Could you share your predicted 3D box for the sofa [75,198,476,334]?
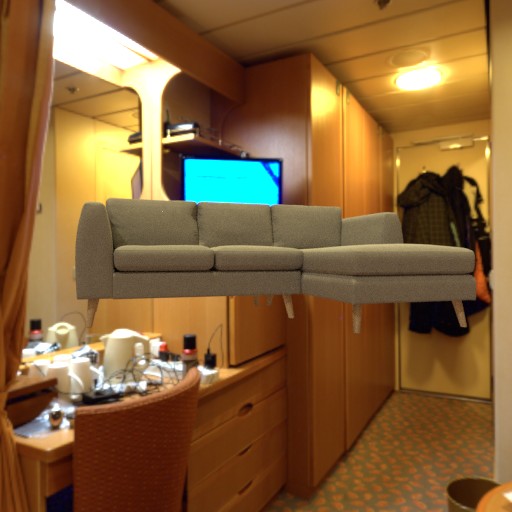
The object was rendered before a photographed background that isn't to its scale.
[{"bbox_3d":[0.000,0.000,3.053,2.300,0.860,1.580,0,0,-18],"label":"sofa"}]
